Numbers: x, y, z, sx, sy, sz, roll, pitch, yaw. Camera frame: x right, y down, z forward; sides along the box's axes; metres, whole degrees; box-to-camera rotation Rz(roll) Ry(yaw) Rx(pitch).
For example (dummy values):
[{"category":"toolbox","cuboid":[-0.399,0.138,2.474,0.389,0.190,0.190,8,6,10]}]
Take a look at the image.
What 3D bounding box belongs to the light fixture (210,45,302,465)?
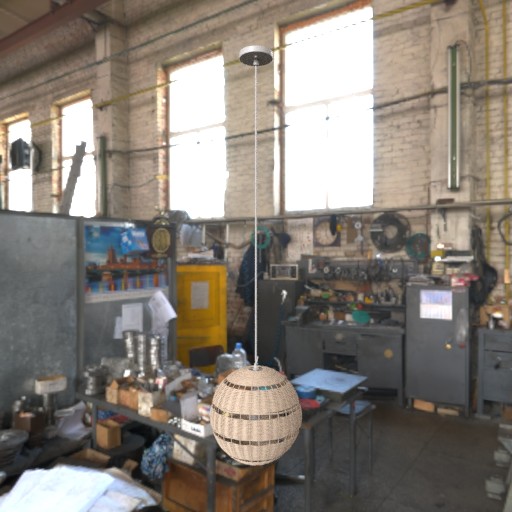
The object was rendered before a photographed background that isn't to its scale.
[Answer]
[{"category":"light fixture","cuboid":[0.000,0.000,2.208,0.457,2.019,0.457,0,0,1]}]
